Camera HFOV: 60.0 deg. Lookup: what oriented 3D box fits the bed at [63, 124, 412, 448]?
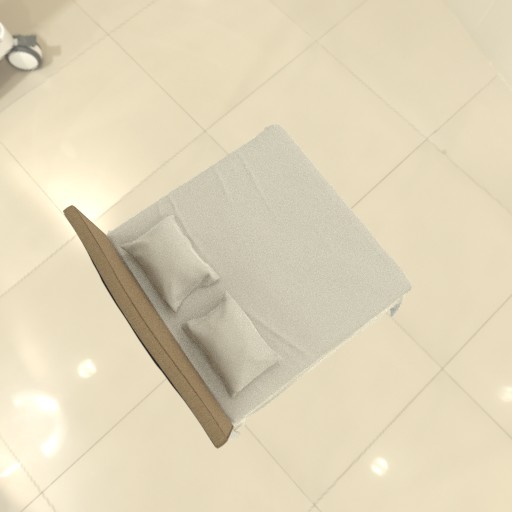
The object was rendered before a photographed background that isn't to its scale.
[{"bbox_3d":[0.000,0.000,3.753,2.222,1.651,2.311,-35,78,-9],"label":"bed"}]
